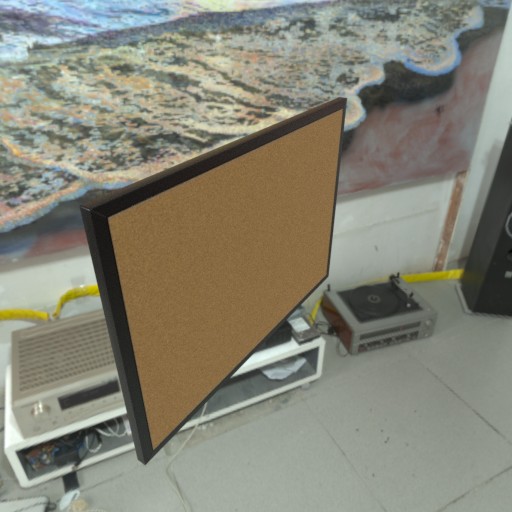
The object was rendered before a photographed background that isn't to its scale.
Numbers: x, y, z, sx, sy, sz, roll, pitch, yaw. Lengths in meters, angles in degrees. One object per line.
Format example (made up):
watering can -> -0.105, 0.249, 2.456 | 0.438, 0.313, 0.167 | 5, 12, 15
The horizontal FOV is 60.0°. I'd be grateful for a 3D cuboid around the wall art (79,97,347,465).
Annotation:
wall art -> 0.000, 0.000, 0.557 | 0.013, 0.306, 0.440 | 20, 37, 29
